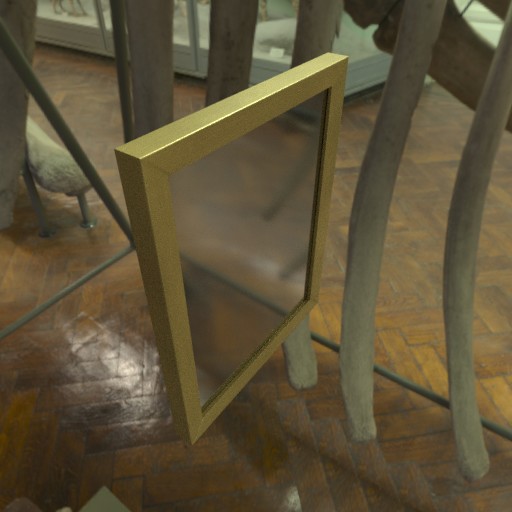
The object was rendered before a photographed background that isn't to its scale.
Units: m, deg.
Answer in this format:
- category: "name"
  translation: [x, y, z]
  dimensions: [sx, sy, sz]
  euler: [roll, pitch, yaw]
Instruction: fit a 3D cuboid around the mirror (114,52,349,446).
- category: "mirror"
  translation: [0.000, 0.000, 0.692]
  dimensions: [0.041, 0.508, 0.405]
  euler: [25, 45, 27]
